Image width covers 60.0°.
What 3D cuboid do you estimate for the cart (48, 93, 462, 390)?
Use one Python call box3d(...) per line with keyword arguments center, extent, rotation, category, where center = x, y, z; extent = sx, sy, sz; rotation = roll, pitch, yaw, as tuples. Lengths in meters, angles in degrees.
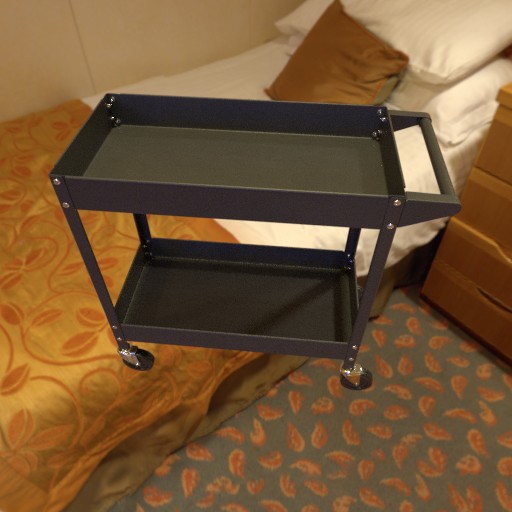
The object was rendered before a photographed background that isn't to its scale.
box3d(center=(0.000, 0.000, 1.187), extent=(0.779, 0.719, 0.366), rotation=(4, 46, 4), category="cart")
